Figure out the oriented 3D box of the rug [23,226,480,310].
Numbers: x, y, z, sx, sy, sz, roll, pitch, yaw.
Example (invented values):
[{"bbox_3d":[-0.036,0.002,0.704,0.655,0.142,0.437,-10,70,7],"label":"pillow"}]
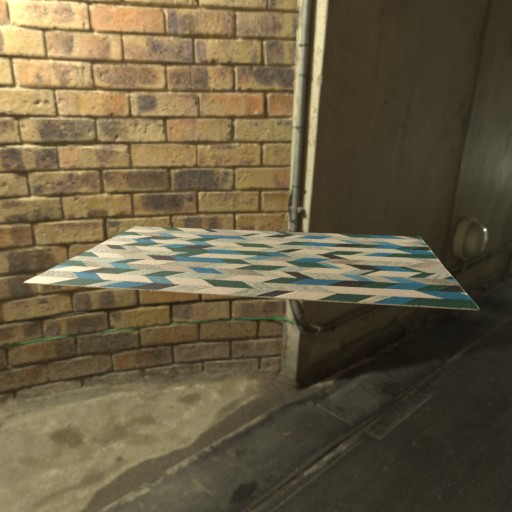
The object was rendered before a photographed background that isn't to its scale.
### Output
[{"bbox_3d":[0.000,0.000,3.030,2.433,0.007,1.507,3,16,9],"label":"rug"}]
